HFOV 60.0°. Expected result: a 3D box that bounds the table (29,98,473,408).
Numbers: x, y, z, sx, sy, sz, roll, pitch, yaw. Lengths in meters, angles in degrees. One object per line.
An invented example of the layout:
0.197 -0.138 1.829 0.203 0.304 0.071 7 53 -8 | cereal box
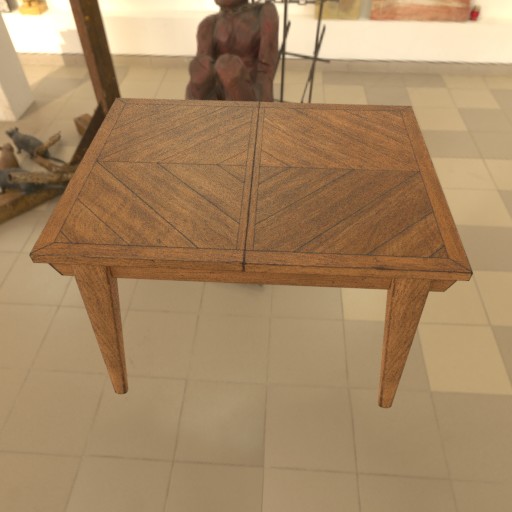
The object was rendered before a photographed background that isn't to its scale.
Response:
0.000 0.000 1.557 1.027 0.760 0.757 2 47 2 | table
